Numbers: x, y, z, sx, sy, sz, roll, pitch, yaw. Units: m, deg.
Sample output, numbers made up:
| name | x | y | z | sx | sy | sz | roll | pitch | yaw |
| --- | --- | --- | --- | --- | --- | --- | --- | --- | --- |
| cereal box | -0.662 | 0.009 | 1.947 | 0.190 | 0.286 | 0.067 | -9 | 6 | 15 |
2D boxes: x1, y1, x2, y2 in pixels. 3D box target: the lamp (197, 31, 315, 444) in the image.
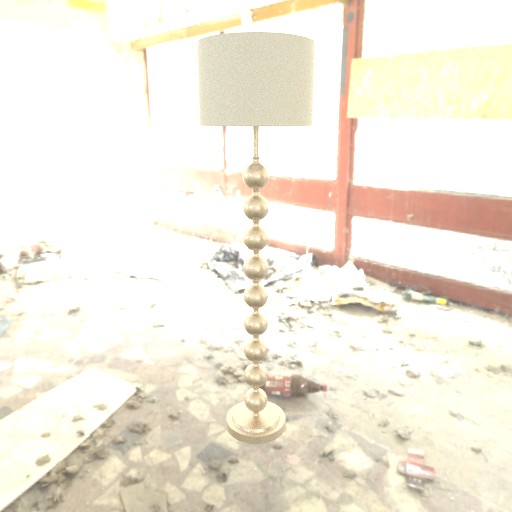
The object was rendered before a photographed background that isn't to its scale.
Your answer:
| name | x | y | z | sx | sy | sz | roll | pitch | yaw |
| --- | --- | --- | --- | --- | --- | --- | --- | --- | --- |
| lamp | 0.000 | 0.000 | 1.670 | 0.394 | 1.474 | 0.394 | -7 | 18 | -24 |
